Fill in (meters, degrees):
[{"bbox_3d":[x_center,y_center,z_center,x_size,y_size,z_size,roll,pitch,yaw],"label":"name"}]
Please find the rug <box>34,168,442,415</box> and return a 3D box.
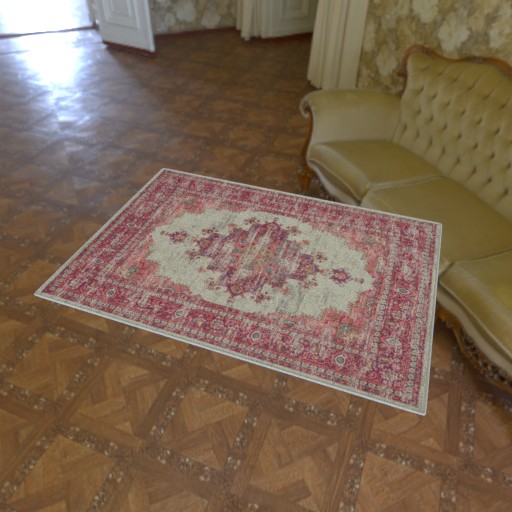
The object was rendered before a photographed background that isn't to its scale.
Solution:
[{"bbox_3d":[0.000,0.000,3.703,2.878,0.014,2.005,14,43,15],"label":"rug"}]
